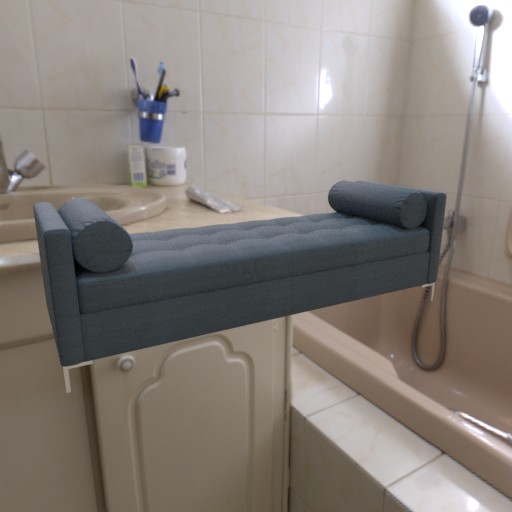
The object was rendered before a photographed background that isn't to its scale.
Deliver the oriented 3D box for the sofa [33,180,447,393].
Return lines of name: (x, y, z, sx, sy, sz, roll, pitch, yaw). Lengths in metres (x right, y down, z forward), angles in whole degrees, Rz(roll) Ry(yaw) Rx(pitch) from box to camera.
sofa: (0.000, 0.000, 2.294, 1.981, 0.635, 0.686, -8, 18, -27)
